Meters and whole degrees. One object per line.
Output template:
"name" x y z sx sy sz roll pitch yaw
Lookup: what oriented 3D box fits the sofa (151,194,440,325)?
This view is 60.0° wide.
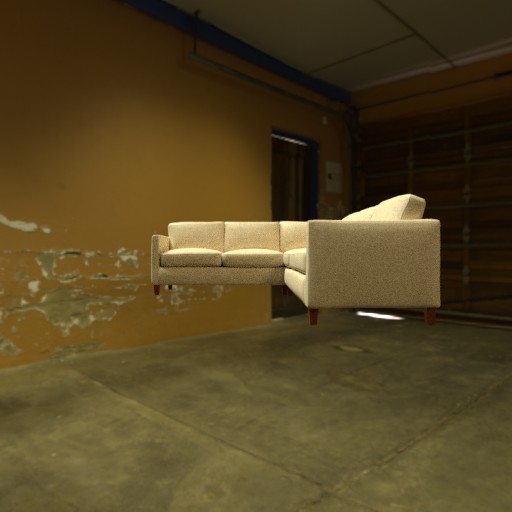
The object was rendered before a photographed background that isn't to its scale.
"sofa" 0.000 0.000 4.625 2.593 0.947 3.302 0 0 0
